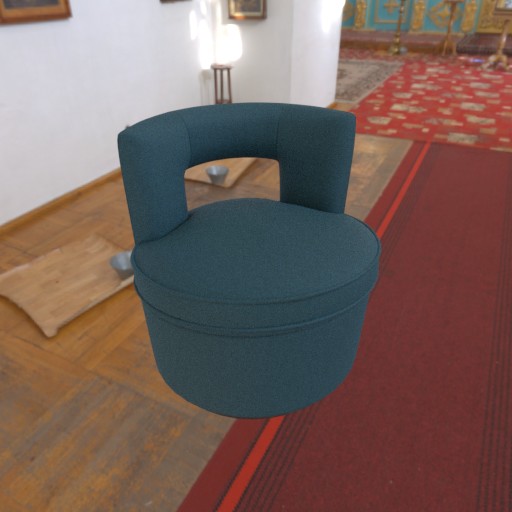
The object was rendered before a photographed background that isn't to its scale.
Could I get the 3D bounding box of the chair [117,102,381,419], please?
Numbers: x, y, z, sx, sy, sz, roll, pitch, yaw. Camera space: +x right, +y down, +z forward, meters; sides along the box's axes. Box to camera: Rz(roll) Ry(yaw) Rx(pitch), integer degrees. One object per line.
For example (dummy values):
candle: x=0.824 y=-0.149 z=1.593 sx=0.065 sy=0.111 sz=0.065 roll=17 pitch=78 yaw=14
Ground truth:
chair: x=0.000 y=0.000 z=1.257 sx=0.684 sy=0.711 sz=0.660 roll=-10 pitch=33 yaw=-15
